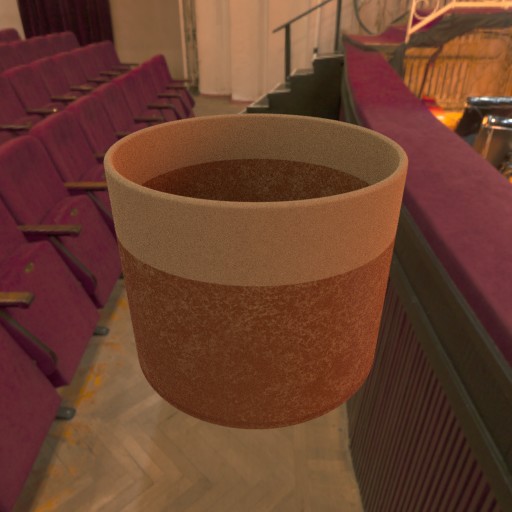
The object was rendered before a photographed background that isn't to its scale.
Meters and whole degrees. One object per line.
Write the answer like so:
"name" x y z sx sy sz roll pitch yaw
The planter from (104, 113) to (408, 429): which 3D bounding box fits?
"planter" 0.000 0.000 0.274 0.159 0.138 0.159 0 30 0
